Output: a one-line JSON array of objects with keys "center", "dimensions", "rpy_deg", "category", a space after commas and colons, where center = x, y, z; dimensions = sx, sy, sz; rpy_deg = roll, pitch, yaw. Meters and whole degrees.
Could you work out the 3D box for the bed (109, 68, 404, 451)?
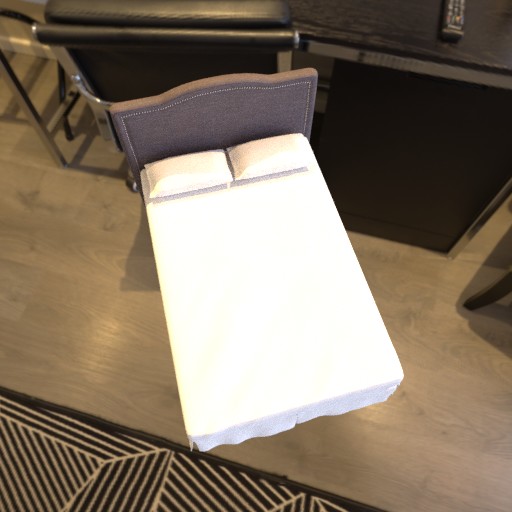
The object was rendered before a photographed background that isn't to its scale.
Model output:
[{"center": [0.000, 0.000, 3.526], "dimensions": [1.741, 1.441, 2.507], "rpy_deg": [-13, 63, -7], "category": "bed"}]
